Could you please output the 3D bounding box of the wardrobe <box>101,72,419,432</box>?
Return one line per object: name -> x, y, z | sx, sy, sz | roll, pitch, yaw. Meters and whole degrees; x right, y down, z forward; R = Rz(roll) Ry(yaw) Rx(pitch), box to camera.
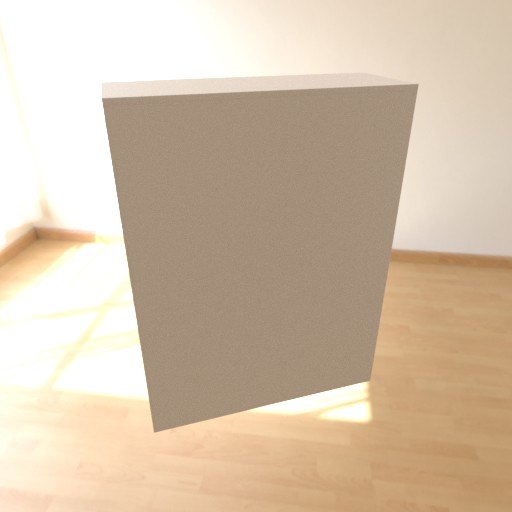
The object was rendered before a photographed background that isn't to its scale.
wardrobe -> 0.000, 0.000, 1.633 | 0.900, 1.200, 0.360 | -8, 29, -15
